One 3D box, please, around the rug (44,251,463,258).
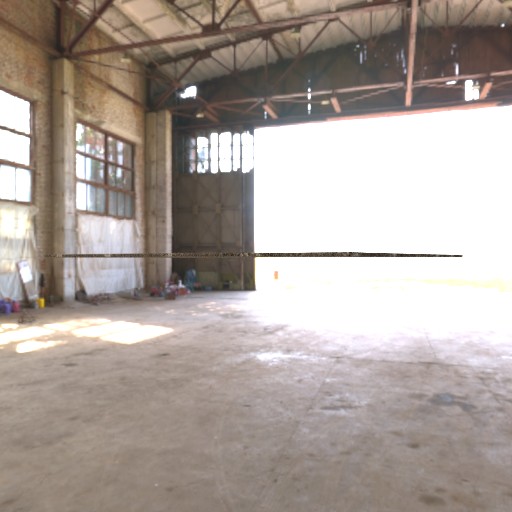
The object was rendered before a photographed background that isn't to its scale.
[{"bbox_3d":[0.000,0.000,4.103,3.047,0.029,2.438,0,0,37],"label":"rug"}]
